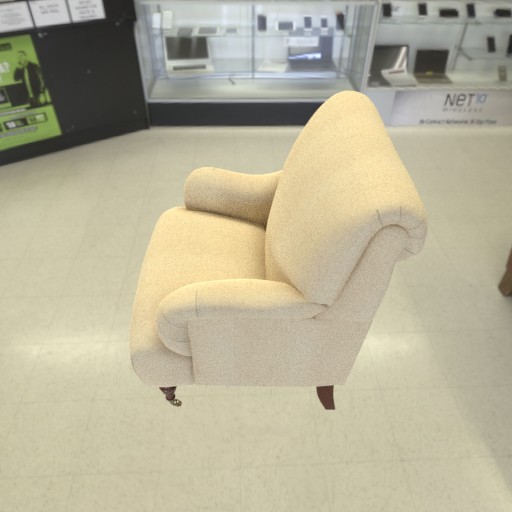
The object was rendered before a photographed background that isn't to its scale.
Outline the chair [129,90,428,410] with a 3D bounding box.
[{"bbox_3d":[0.000,0.000,1.572,0.842,0.944,0.766,0,41,0],"label":"chair"}]
